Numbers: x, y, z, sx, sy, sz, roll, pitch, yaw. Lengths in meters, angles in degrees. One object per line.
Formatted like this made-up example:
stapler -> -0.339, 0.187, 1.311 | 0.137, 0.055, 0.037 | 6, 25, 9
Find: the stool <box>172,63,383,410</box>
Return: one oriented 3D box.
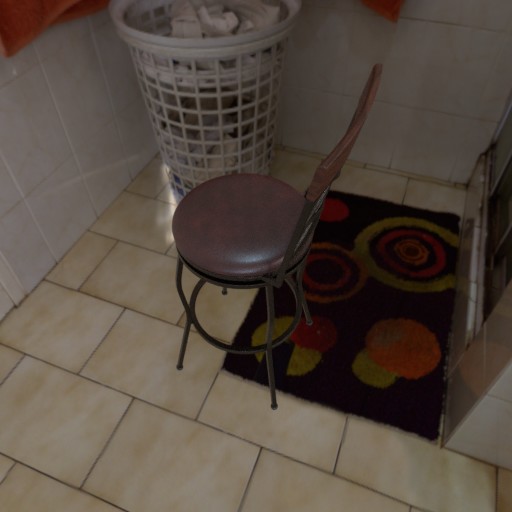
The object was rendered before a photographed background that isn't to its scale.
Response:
stool -> 0.000, 0.000, 1.408 | 0.513, 1.130, 0.448 | 18, 50, 15
